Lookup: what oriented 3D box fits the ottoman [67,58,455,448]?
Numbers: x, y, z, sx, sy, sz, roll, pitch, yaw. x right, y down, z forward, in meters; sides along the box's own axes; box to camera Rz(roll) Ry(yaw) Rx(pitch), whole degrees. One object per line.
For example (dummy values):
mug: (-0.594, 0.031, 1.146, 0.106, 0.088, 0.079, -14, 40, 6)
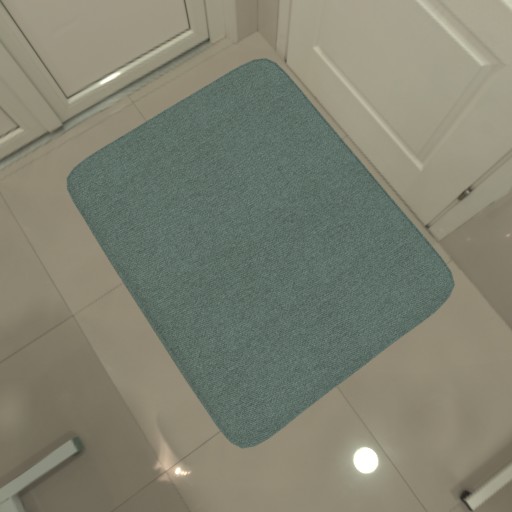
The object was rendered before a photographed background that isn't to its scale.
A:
ottoman: (0.000, 0.000, 1.140, 0.589, 0.537, 0.738, -34, 78, -9)
